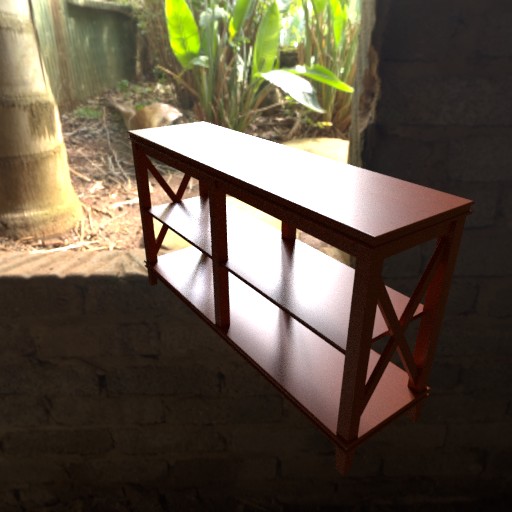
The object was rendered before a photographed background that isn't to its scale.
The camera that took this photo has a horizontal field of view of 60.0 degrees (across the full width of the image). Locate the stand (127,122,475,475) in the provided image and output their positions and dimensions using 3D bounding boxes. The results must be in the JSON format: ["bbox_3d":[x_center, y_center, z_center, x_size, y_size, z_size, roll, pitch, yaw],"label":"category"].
[{"bbox_3d":[0.000,0.000,1.692,0.381,0.762,1.372,-18,32,-32],"label":"stand"}]
